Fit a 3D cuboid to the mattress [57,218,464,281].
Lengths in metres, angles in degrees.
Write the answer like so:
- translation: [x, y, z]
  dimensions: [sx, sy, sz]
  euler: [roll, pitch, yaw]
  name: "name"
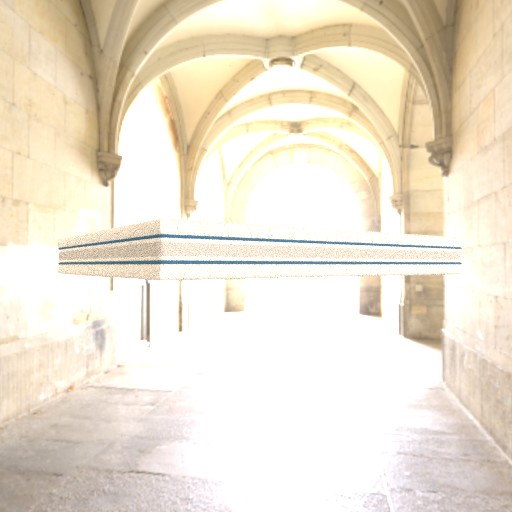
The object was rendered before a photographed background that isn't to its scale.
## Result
- translation: [0.000, 0.000, 2.784]
  dimensions: [2.000, 0.230, 1.600]
  euler: [1, -1, -36]
  name: "mattress"
